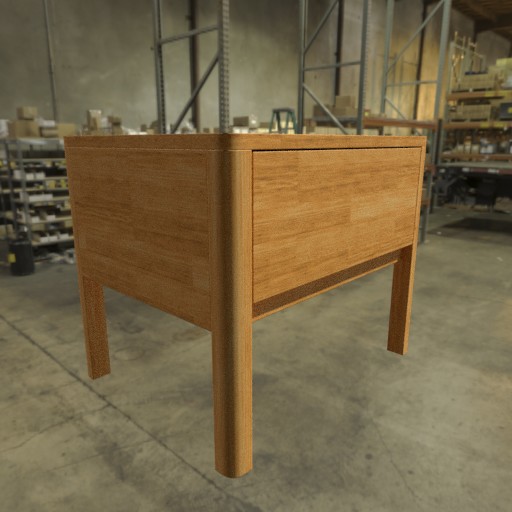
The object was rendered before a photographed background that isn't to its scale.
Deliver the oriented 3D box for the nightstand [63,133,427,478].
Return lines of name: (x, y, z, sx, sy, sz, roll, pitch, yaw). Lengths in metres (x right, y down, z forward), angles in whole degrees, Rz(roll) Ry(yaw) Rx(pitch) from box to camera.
nightstand: (0.000, 0.000, 0.902, 0.440, 0.470, 0.560, 13, 20, 42)
